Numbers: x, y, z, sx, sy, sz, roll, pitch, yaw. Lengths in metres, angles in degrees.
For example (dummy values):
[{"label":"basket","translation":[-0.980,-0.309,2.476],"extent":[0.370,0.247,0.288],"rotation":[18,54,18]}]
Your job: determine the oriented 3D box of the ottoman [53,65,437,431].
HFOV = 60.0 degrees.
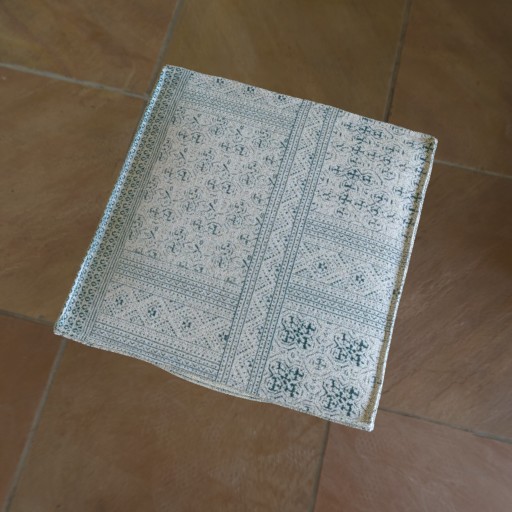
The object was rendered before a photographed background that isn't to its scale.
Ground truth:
[{"label":"ottoman","translation":[0.000,0.000,1.047],"extent":[0.617,0.439,0.626],"rotation":[16,76,4]}]
